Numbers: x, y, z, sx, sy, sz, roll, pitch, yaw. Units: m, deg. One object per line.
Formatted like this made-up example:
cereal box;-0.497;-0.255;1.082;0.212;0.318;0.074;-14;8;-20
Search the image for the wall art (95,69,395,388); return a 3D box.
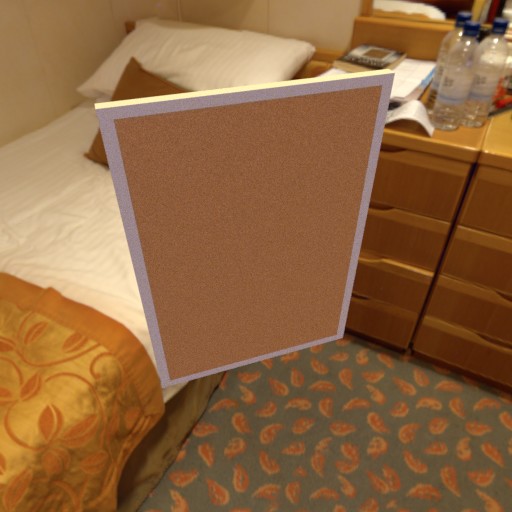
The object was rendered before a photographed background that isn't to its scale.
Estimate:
wall art;0.000;0.000;0.572;0.303;0.433;0.013;-12;42;-14
